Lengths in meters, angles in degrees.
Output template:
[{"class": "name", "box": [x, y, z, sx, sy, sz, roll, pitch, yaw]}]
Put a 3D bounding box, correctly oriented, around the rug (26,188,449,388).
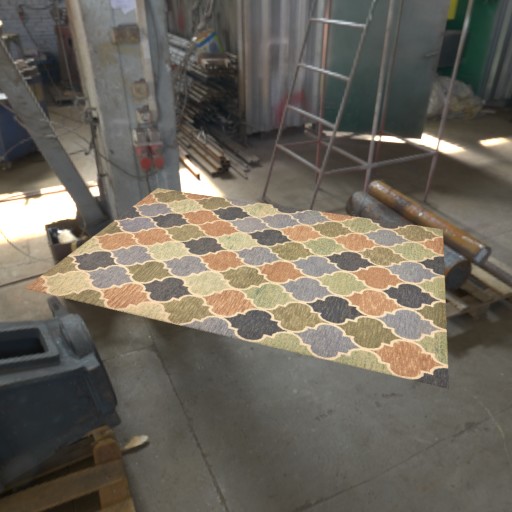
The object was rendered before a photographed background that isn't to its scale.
[{"class": "rug", "box": [0.000, 0.000, 2.279, 1.828, 0.006, 1.216, 10, 33, 16]}]
